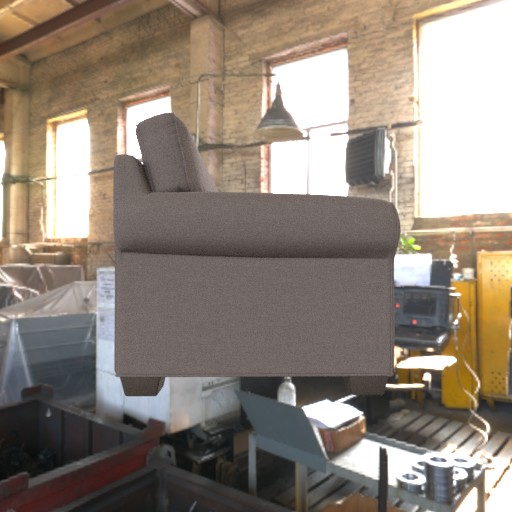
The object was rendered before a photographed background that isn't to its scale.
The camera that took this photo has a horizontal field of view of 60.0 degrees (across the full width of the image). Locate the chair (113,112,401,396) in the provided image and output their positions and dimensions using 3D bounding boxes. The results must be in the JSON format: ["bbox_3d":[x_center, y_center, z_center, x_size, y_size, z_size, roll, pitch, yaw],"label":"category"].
[{"bbox_3d":[0.000,0.000,2.038,0.930,0.930,1.390,0,-1,-1],"label":"chair"}]
